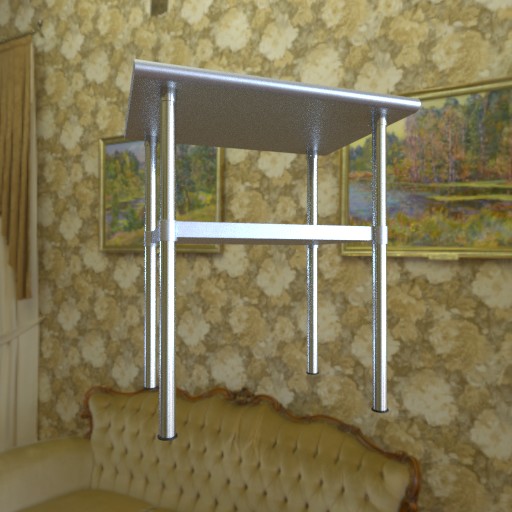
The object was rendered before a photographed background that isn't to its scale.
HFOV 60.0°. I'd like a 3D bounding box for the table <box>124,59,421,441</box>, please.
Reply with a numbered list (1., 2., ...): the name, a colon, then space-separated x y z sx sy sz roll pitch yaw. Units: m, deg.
1. table: 0.000 0.000 1.372 0.762 0.876 0.584 0 -1 -19
